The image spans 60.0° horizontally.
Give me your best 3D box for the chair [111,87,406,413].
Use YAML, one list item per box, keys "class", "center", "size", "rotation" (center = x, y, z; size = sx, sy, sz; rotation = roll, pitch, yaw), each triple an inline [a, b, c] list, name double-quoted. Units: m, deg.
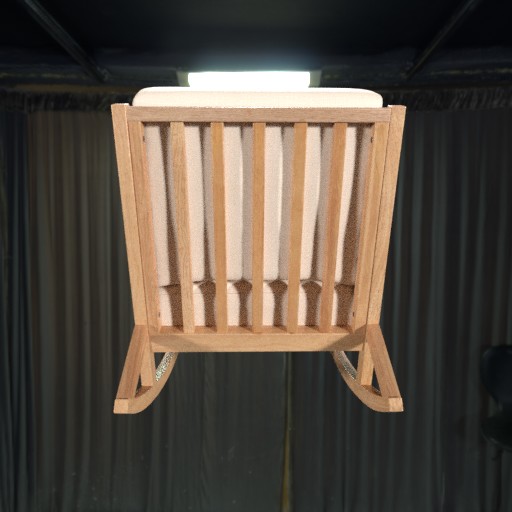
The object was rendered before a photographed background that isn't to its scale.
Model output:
- class: "chair"
  center: [0.000, 0.000, 1.361]
  size: [0.622, 0.790, 0.857]
  rotation: [0, 0, -1]
